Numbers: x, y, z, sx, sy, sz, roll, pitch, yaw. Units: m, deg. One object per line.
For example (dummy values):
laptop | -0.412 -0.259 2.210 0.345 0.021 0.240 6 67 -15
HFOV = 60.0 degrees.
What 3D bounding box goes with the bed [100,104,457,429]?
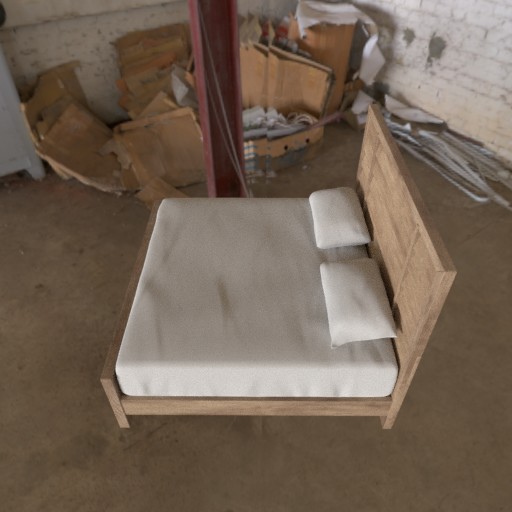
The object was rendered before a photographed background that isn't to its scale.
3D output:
bed | 0.000 0.000 3.515 2.032 1.626 2.032 0 42 0
